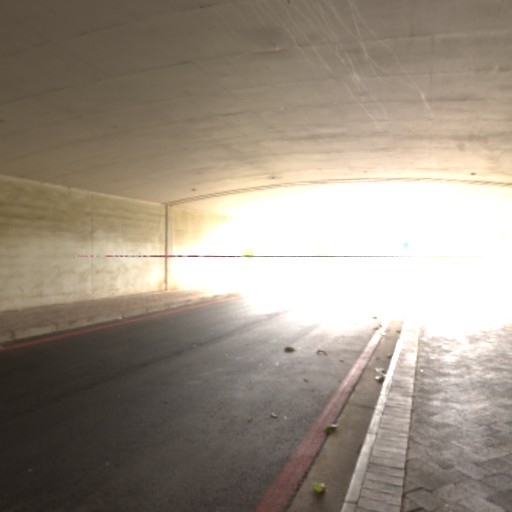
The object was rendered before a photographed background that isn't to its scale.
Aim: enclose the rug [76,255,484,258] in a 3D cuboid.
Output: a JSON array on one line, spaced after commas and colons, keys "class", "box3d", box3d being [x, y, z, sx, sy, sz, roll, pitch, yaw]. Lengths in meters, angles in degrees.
[{"class": "rug", "box3d": [0.000, 0.000, 4.151, 2.441, 0.016, 3.095, 0, 0, -37]}]
